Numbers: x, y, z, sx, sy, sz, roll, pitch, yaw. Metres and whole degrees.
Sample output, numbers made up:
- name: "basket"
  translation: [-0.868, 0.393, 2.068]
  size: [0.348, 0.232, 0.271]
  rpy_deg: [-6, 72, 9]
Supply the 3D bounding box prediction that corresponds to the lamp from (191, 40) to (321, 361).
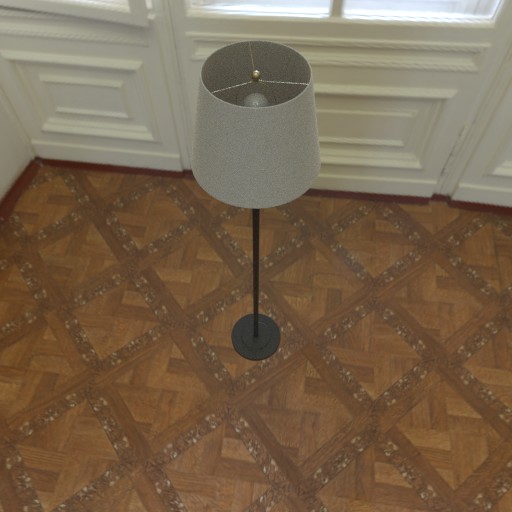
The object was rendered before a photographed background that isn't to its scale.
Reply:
- name: "lamp"
  translation: [0.000, 0.000, 1.589]
  size: [0.348, 1.473, 0.348]
  rpy_deg: [-33, 63, -20]
